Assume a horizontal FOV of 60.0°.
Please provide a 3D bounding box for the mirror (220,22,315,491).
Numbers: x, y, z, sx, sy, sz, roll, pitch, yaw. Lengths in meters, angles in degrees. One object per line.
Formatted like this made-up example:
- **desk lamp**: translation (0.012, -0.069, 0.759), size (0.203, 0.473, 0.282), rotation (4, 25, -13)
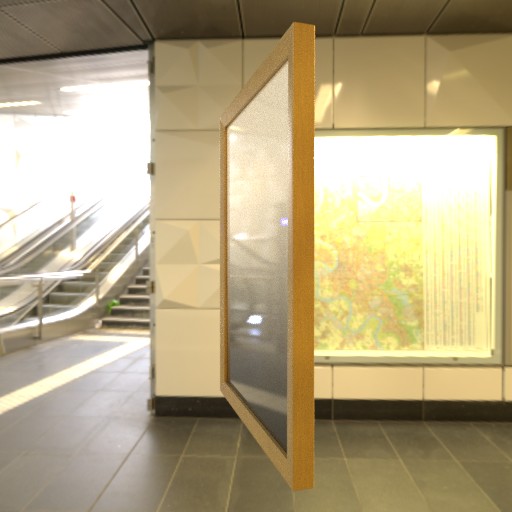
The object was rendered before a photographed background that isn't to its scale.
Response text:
- **mirror**: translation (0.000, 0.000, 0.917), size (0.040, 0.710, 0.507), rotation (0, 1, -17)
